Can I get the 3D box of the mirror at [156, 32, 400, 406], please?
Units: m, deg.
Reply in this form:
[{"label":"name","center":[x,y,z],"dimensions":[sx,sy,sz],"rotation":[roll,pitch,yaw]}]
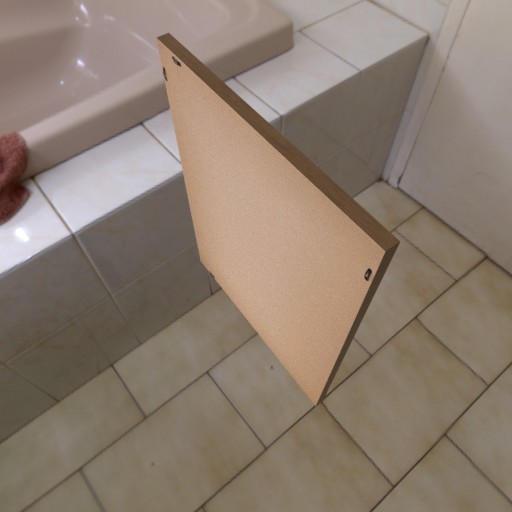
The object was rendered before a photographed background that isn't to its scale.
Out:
[{"label":"mirror","center":[0.000,0.000,1.330],"dimensions":[0.040,1.016,0.762],"rotation":[-32,63,-19]}]
